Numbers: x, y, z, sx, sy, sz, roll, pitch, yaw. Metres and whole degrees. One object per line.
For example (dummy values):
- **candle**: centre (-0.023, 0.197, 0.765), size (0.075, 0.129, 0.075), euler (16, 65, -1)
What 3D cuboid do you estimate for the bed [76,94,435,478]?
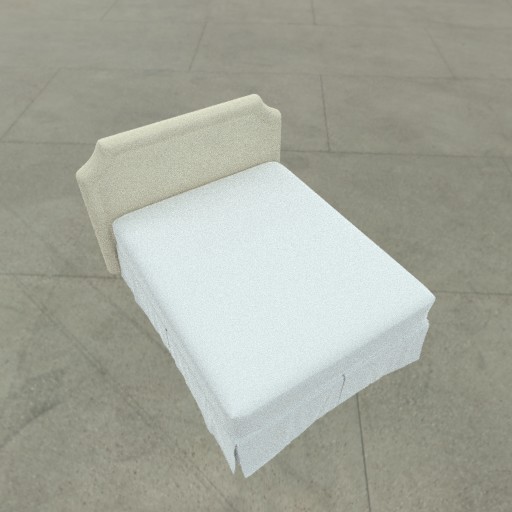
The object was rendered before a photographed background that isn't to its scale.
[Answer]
- **bed**: centre (0.000, 0.000, 3.292), size (1.827, 1.296, 2.209), euler (-25, 51, -22)
